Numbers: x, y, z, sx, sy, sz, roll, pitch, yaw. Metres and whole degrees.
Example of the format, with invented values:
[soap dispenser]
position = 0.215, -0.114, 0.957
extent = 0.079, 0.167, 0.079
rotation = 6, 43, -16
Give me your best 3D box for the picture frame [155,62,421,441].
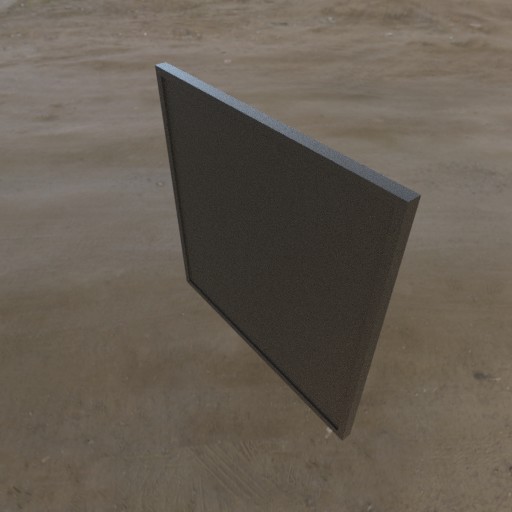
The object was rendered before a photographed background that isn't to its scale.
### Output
[picture frame]
position = 0.000, 0.000, 1.161
extent = 0.032, 0.775, 0.775
rotation = -28, 49, -28
